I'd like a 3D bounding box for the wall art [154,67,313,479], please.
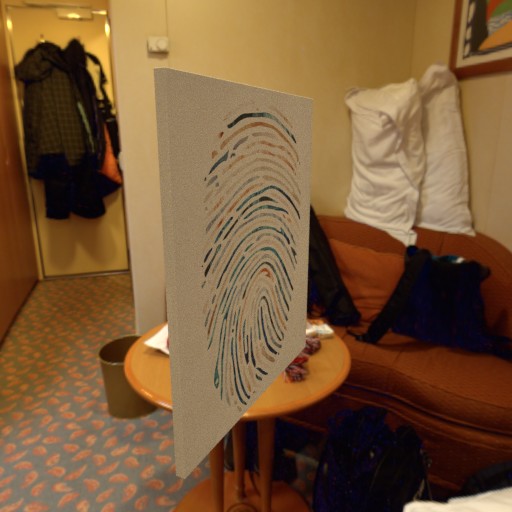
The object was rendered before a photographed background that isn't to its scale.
[{"bbox_3d":[0.000,0.000,0.995,0.021,0.710,0.609,8,17,27],"label":"wall art"}]
